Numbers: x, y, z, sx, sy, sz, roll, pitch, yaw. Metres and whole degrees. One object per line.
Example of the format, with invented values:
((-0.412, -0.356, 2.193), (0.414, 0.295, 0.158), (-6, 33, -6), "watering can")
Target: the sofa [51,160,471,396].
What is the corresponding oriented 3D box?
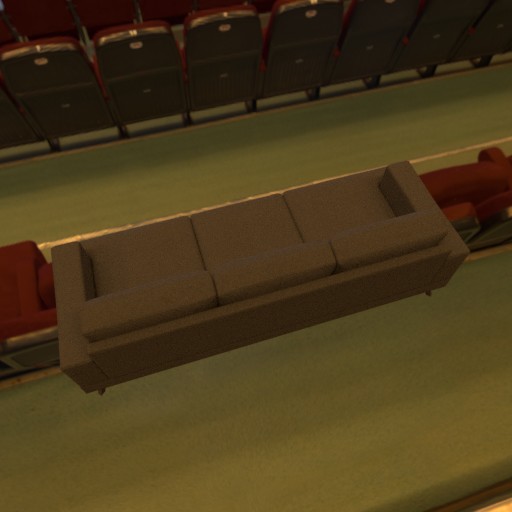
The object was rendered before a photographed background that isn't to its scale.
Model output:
((0.000, 0.000, 2.719), (2.310, 0.810, 0.920), (-15, 59, -9), "sofa")
